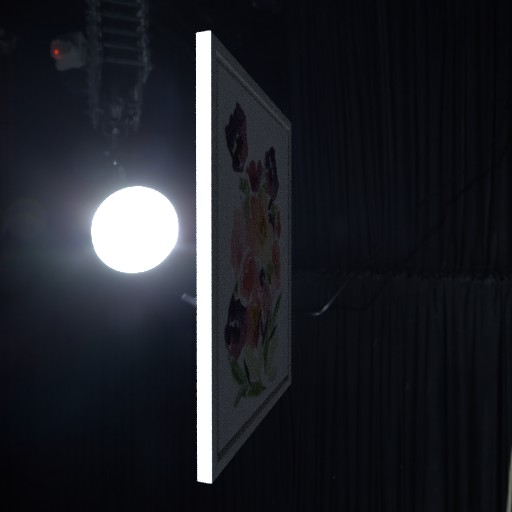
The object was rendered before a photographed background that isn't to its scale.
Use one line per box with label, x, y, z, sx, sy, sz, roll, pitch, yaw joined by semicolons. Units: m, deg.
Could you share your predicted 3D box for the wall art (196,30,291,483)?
wall art;0.000;0.000;1.421;0.042;1.056;0.805;0;1;18
